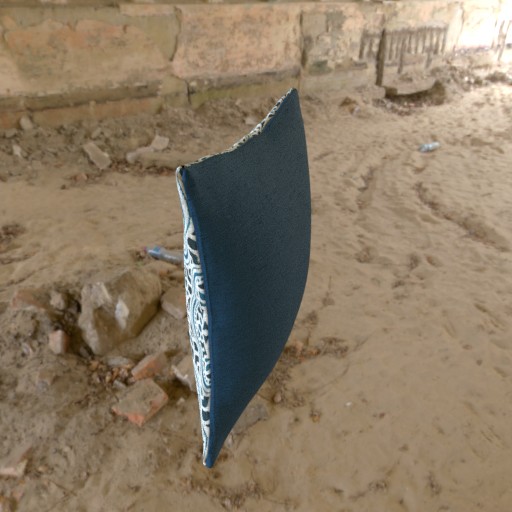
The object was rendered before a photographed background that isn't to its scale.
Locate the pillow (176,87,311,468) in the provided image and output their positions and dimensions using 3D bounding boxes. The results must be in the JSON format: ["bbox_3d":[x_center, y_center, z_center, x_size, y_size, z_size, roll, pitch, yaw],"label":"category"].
[{"bbox_3d":[0.000,0.000,0.667,0.145,0.420,0.440,9,32,15],"label":"pillow"}]
